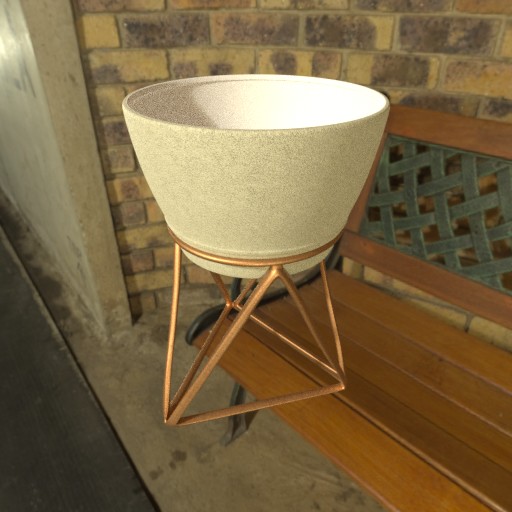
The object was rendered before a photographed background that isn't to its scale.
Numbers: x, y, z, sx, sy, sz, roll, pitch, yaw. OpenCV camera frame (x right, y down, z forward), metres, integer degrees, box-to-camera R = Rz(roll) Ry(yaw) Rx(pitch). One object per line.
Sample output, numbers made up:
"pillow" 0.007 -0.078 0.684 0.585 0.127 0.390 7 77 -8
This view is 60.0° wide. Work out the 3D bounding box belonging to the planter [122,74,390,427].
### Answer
"planter" 0.000 0.000 0.726 0.350 0.504 0.350 8 32 13
